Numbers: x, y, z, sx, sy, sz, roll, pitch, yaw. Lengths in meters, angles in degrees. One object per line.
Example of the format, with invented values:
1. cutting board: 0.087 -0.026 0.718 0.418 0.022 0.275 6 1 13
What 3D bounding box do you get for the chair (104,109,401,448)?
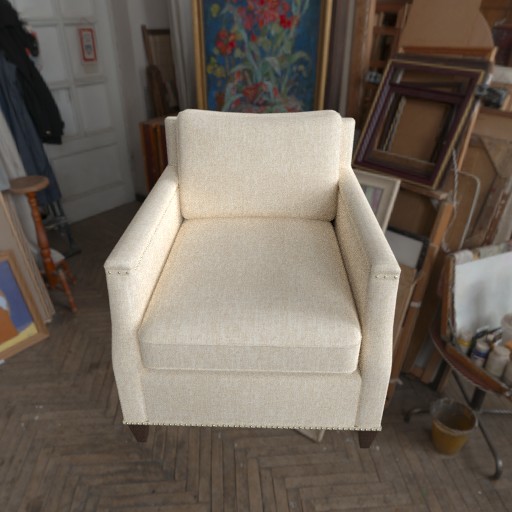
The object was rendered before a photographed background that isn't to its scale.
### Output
1. chair: 0.000 0.000 1.694 0.838 0.940 1.041 1 30 2
